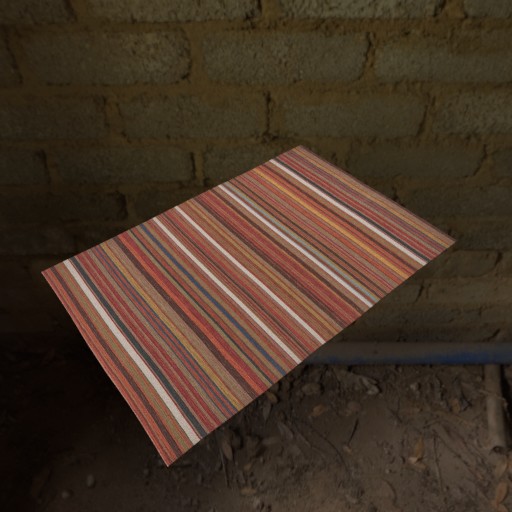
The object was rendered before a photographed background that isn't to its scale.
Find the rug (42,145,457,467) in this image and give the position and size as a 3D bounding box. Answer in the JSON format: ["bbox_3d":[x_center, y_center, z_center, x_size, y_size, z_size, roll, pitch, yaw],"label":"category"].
[{"bbox_3d":[0.000,0.000,2.326,1.828,0.007,1.217,-31,54,-26],"label":"rug"}]
